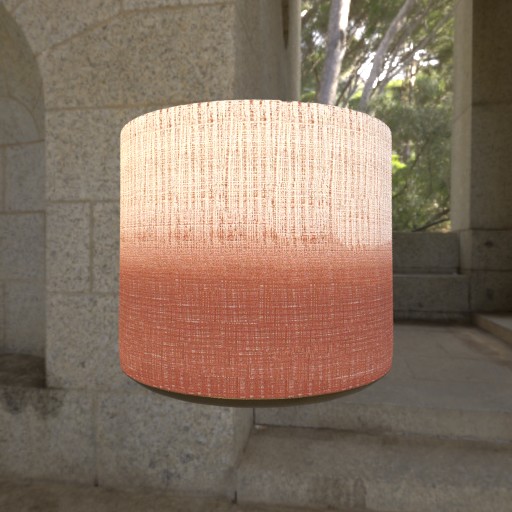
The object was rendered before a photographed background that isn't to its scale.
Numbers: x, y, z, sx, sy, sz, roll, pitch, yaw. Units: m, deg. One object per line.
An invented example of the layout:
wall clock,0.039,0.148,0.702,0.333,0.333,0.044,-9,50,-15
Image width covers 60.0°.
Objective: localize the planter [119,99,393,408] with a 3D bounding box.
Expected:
planter,0.000,0.000,0.428,0.254,0.221,0.254,0,1,0
